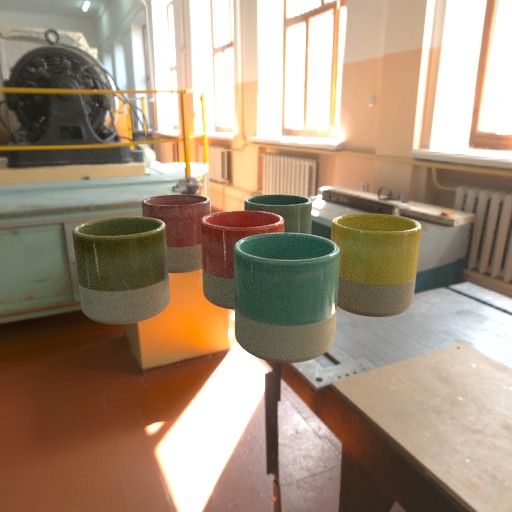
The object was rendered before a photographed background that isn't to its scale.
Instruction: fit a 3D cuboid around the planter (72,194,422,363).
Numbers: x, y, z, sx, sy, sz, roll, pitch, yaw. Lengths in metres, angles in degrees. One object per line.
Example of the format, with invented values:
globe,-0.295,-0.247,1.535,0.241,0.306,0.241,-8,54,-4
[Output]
planter,0.000,0.000,0.415,0.286,0.075,0.257,3,17,9
